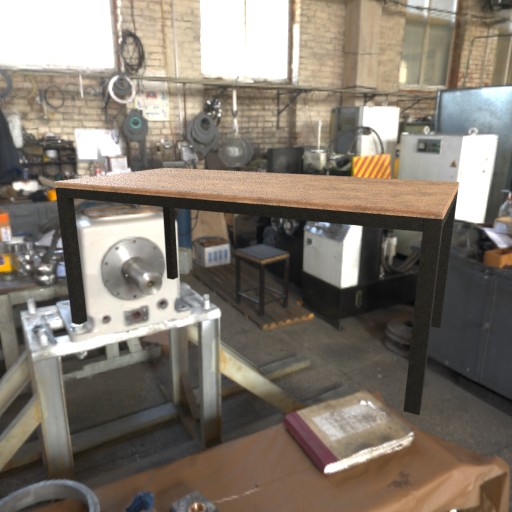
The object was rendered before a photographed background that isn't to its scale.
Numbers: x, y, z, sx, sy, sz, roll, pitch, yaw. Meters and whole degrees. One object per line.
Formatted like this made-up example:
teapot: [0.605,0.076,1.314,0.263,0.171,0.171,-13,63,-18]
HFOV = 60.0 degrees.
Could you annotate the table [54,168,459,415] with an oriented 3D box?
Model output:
table: [0.000,0.000,2.307,1.805,0.767,0.893,8,18,26]
